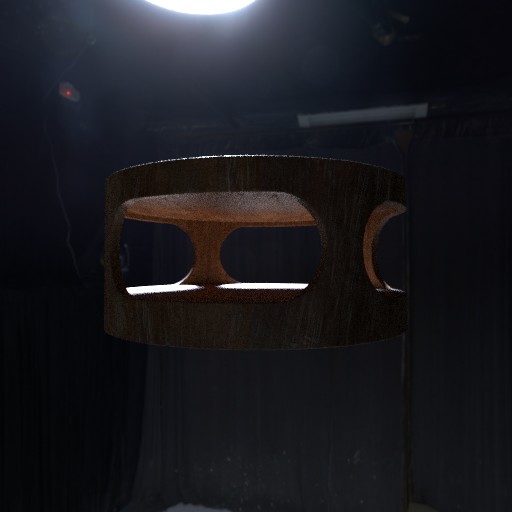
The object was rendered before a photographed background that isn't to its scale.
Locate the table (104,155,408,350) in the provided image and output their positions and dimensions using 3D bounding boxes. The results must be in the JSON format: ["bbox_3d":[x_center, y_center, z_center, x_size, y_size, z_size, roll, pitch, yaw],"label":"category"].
[{"bbox_3d":[0.000,0.000,1.509,0.974,0.450,0.974,0,-1,0],"label":"table"}]
